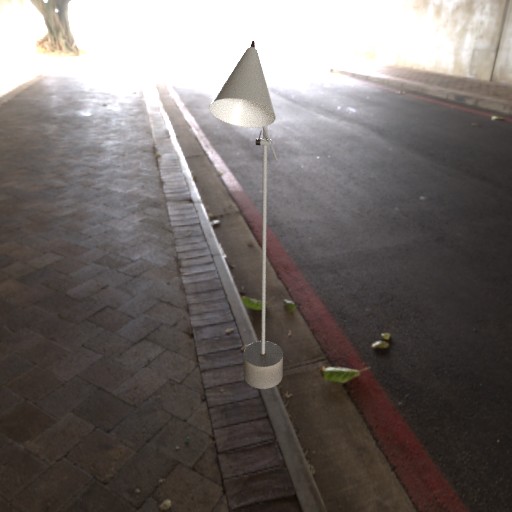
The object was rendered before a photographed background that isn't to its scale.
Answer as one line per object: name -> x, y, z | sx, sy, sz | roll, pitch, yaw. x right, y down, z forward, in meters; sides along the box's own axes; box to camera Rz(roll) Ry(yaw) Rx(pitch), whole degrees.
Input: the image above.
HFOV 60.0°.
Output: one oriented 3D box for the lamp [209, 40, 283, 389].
lamp -> 0.000, 0.000, 1.630 | 0.223, 1.430, 0.508 | 9, 29, 16
